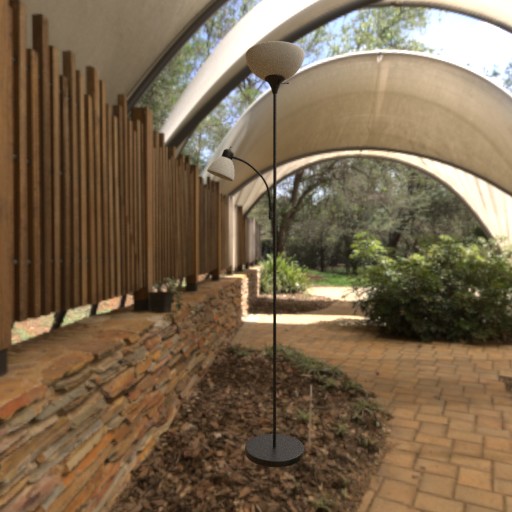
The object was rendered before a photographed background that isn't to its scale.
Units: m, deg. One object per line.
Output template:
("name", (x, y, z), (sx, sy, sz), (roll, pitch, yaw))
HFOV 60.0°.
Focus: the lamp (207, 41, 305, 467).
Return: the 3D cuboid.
("lamp", (0.000, 0.000, 2.012), (0.442, 1.804, 0.279), (0, 1, 0))
